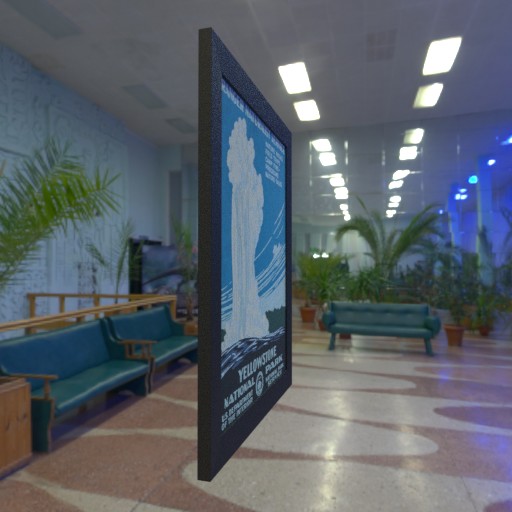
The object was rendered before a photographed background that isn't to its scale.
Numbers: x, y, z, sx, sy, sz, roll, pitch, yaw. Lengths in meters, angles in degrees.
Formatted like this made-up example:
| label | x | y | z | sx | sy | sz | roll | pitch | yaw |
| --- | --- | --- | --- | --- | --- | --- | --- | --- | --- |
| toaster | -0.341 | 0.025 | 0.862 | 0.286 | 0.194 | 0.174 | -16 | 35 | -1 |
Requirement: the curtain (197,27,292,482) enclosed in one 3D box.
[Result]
| label | x | y | z | sx | sy | sz | roll | pitch | yaw |
| --- | --- | --- | --- | --- | --- | --- | --- | --- | --- |
| curtain | 0.000 | 0.000 | 0.805 | 0.027 | 0.585 | 0.483 | 0 | -1 | 17 |
